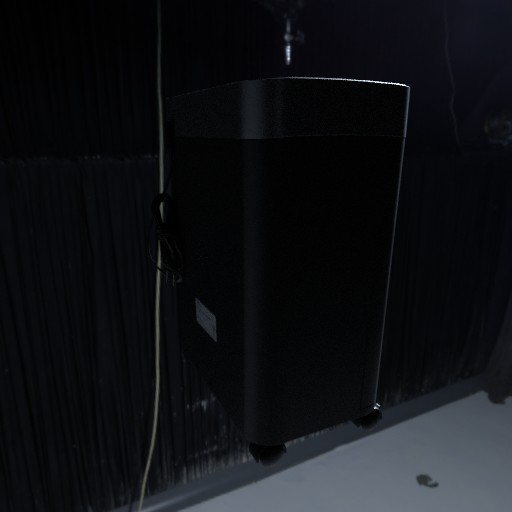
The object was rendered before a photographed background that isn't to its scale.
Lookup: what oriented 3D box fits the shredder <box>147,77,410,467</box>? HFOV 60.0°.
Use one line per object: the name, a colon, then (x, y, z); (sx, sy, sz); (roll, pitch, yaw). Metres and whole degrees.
shredder: (0.000, 0.000, 0.594); (0.237, 0.419, 0.311); (-8, 17, -25)
